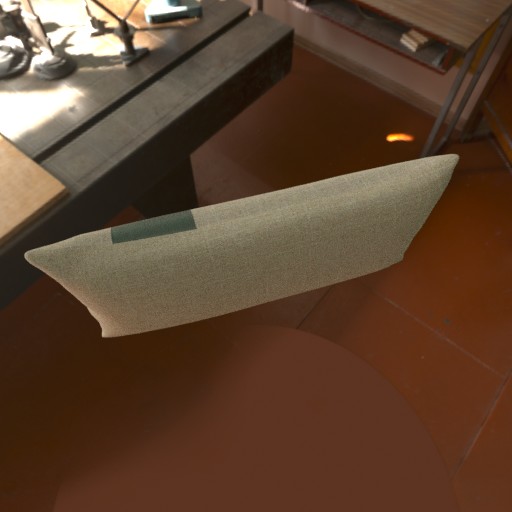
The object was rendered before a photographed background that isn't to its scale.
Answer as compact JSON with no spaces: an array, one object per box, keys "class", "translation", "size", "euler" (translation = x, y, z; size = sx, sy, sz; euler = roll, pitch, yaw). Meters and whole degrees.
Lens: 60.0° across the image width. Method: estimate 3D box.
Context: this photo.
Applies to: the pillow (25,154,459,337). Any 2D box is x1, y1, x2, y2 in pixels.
[{"class":"pillow","translation":[0.000,0.000,1.029],"size":[0.859,0.429,0.197],"euler":[-14,61,-8]}]
